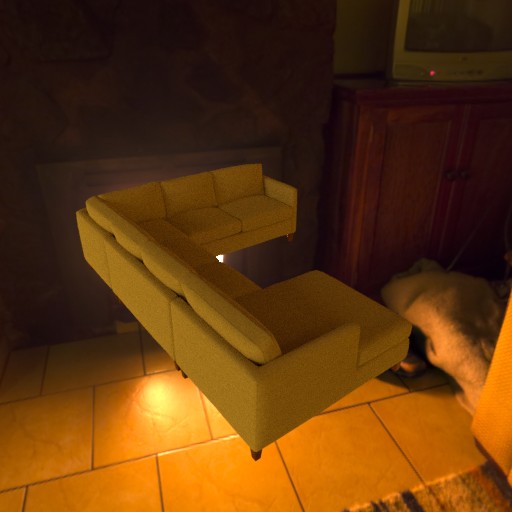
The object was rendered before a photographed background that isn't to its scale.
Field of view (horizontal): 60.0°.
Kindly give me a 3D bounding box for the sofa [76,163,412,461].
[{"bbox_3d":[0.000,0.000,4.591,2.594,0.961,3.460,-19,32,-32],"label":"sofa"}]
